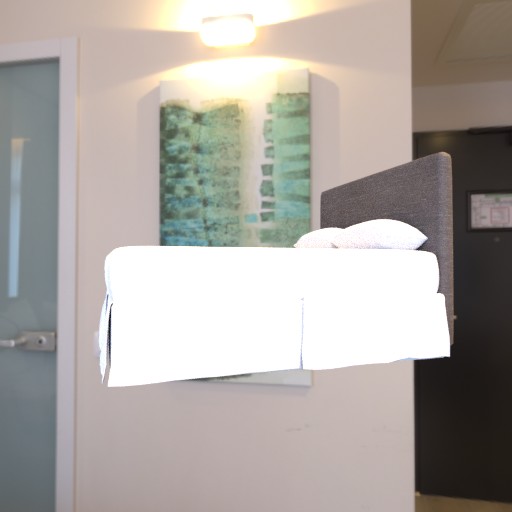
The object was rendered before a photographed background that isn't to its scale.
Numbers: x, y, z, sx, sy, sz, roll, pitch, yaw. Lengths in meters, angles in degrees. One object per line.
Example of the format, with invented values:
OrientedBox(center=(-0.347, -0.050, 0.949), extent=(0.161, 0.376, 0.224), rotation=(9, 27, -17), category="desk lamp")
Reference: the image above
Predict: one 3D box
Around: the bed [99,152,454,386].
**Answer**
OrientedBox(center=(0.000, 0.000, 3.218), extent=(2.142, 1.330, 1.723), rotation=(0, -1, -19), category="bed")
